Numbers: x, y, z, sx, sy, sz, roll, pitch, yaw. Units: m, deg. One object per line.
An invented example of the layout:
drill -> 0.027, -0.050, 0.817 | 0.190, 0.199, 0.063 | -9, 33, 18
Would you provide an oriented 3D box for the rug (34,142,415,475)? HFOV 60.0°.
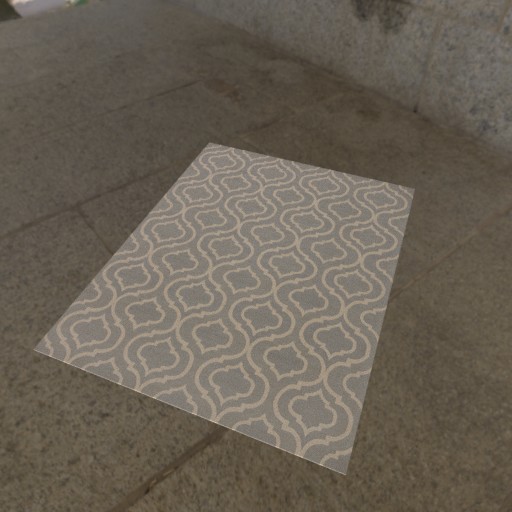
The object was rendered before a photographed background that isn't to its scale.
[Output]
rug -> 0.000, 0.000, 3.811 | 2.283, 0.006, 2.892 | 16, 49, 15
